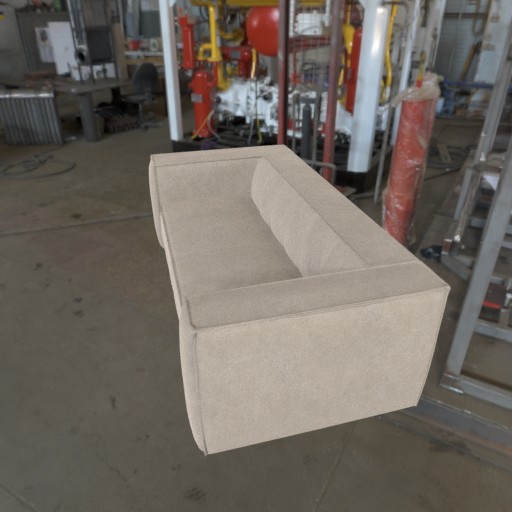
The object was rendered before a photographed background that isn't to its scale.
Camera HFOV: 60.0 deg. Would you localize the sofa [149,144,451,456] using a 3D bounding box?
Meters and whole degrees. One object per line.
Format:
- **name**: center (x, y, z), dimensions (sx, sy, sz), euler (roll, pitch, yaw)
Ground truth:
- **sofa**: center (0.000, 0.000, 2.507), dimensions (1.038, 0.680, 1.995), euler (-8, 31, -13)
